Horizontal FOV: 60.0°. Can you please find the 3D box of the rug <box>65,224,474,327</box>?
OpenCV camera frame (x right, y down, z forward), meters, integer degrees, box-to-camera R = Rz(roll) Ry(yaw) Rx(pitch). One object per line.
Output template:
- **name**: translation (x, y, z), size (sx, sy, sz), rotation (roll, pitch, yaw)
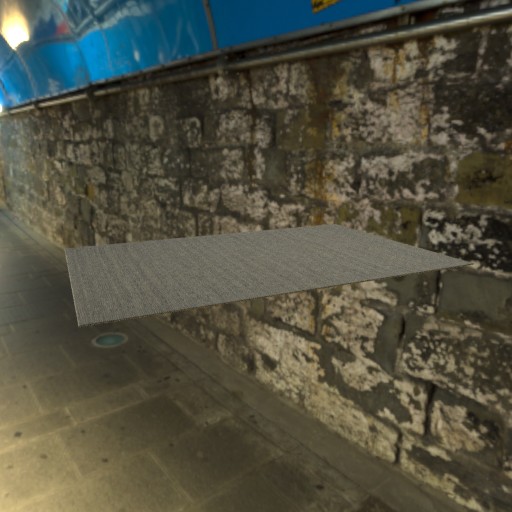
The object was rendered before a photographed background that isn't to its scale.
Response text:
- **rug**: translation (0.000, 0.000, 2.251), size (1.752, 0.006, 1.142), rotation (-7, 16, -24)
